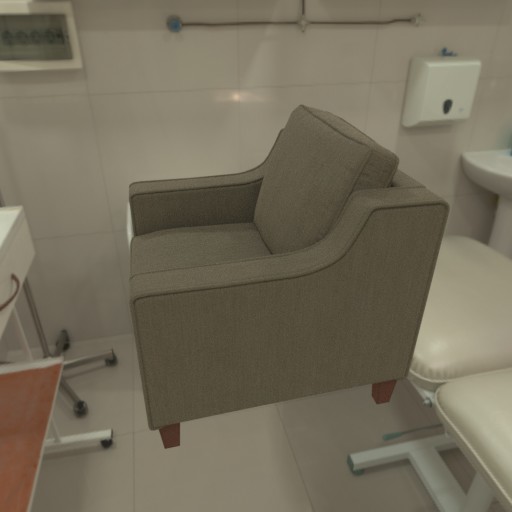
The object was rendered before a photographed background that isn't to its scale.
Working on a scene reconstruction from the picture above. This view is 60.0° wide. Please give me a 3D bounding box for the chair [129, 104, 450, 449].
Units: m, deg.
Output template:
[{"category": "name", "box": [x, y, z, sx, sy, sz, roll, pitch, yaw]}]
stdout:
[{"category": "chair", "box": [0.000, 0.000, 1.642, 0.909, 0.960, 0.831, -7, 31, -12]}]
